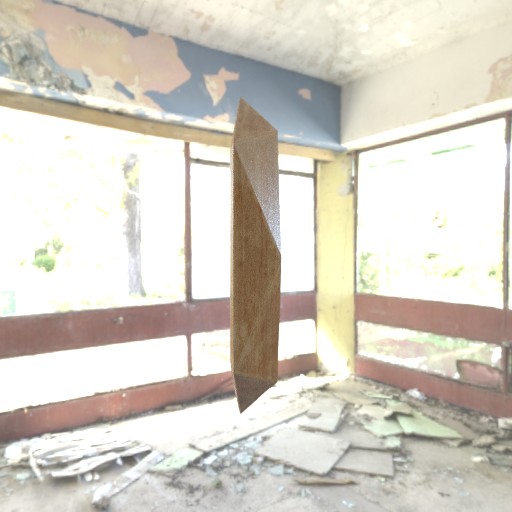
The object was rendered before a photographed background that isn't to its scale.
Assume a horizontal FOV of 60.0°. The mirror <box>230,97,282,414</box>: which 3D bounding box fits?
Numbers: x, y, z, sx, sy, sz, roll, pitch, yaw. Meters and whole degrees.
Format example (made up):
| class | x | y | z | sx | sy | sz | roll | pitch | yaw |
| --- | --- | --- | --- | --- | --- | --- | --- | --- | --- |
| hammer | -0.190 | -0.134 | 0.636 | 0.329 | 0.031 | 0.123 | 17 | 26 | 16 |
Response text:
| class | x | y | z | sx | sy | sz | roll | pitch | yaw |
| --- | --- | --- | --- | --- | --- | --- | --- | --- | --- |
| mirror | 0.000 | 0.000 | 1.086 | 0.091 | 0.779 | 0.675 | 0 | 1 | 0 |
